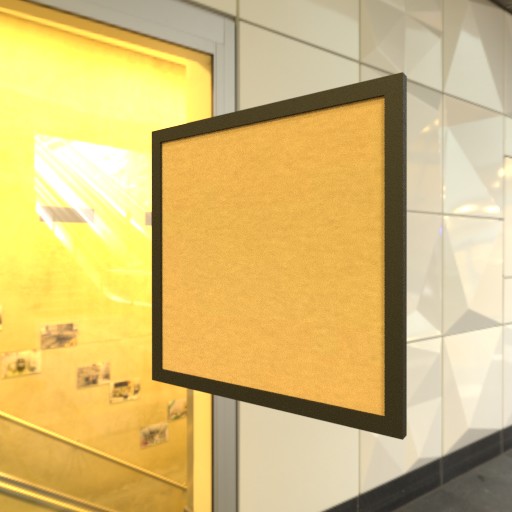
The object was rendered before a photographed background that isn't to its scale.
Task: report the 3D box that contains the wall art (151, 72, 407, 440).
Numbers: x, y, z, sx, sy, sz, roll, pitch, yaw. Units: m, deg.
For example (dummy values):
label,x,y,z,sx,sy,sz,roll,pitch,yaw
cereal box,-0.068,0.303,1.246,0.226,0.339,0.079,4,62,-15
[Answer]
label,x,y,z,sx,sy,sz,roll,pitch,yaw
wall art,0.000,0.000,0.536,0.356,0.356,0.013,0,0,35
